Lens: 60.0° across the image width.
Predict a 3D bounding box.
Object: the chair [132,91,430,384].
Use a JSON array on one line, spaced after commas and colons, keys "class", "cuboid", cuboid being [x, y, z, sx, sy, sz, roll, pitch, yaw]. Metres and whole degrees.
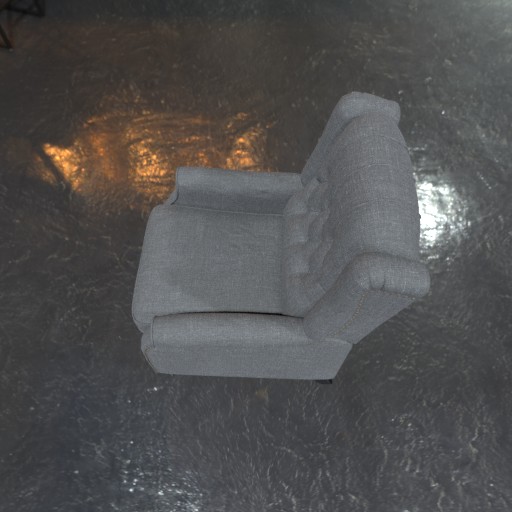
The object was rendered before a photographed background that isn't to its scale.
[{"class": "chair", "cuboid": [0.000, 0.000, 1.639, 0.898, 1.035, 0.742, 2, 60, 1]}]
